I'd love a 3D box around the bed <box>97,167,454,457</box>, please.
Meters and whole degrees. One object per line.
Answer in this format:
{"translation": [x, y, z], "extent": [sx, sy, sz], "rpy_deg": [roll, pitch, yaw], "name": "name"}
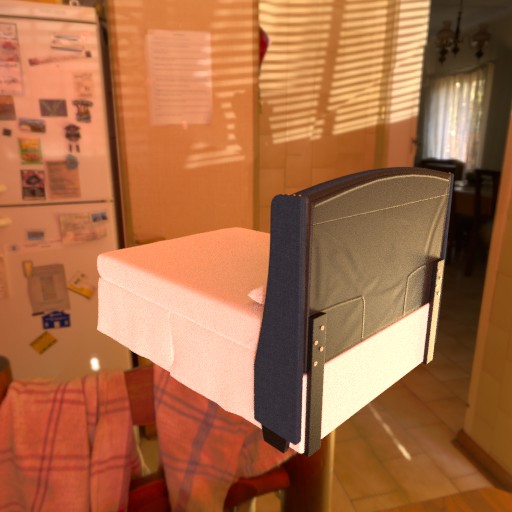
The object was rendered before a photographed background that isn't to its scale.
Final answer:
{"translation": [0.000, 0.000, 3.306], "extent": [1.604, 1.402, 2.223], "rpy_deg": [-15, 21, -43], "name": "bed"}
